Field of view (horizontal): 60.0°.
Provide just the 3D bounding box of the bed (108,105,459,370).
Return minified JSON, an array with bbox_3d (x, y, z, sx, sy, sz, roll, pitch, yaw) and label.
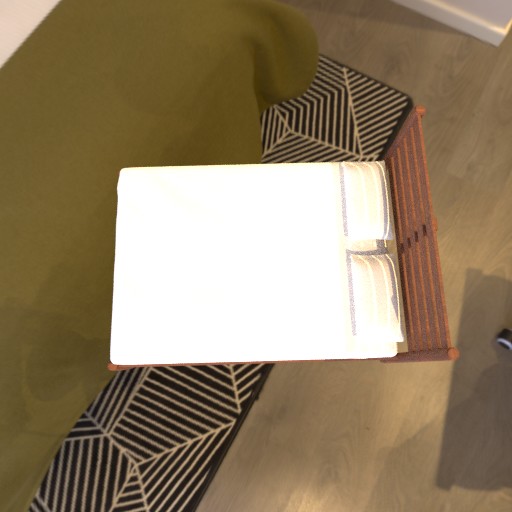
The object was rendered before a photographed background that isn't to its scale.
[{"bbox_3d":[0.000,0.000,3.117,2.093,1.304,1.509,-2,76,0],"label":"bed"}]
